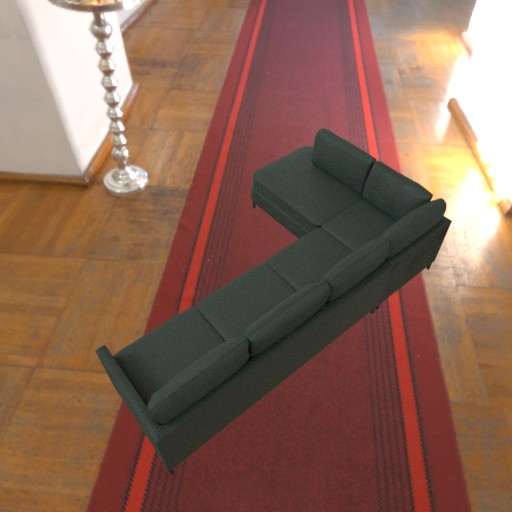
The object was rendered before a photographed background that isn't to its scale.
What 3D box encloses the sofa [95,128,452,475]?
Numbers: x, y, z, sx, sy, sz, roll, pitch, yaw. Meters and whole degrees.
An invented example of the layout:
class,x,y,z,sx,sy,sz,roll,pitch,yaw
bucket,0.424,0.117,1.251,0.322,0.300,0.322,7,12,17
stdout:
class,x,y,z,sx,sy,sz,roll,pitch,yaw
sofa,0.000,0.000,4.328,3.384,0.996,2.048,-31,55,-25
